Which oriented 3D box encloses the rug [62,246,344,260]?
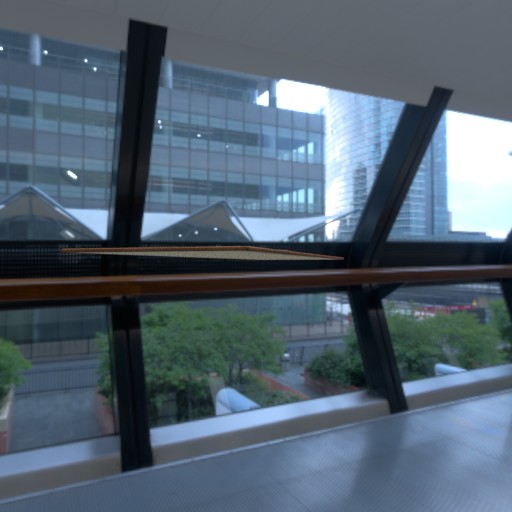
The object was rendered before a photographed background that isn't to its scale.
[{"bbox_3d":[0.000,0.000,2.729,0.764,0.017,2.439,0,-1,18],"label":"rug"}]
